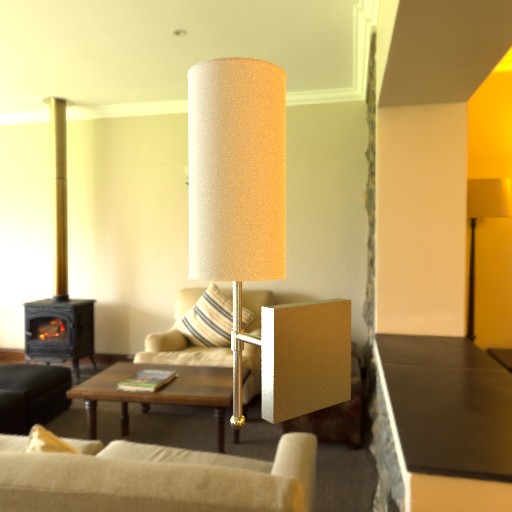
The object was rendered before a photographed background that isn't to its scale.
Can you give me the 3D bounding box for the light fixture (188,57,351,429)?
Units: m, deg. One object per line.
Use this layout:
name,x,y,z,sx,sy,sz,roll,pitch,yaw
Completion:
light fixture,0.000,0.000,0.551,0.128,0.462,0.208,-1,2,-37
